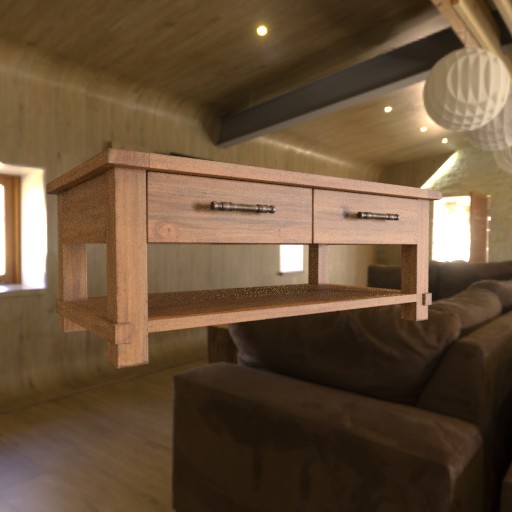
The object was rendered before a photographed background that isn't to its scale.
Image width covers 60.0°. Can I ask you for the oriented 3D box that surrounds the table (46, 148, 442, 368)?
[{"bbox_3d":[0.000,0.000,1.605,1.270,0.494,0.693,-1,1,-35],"label":"table"}]
